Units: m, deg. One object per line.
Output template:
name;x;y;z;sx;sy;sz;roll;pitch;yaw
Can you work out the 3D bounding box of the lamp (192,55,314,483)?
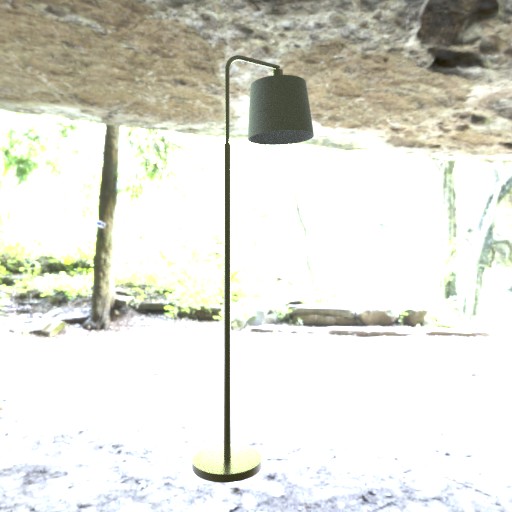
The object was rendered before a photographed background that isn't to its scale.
lamp;0.000;0.000;1.649;0.508;1.478;0.254;0;0;-39
